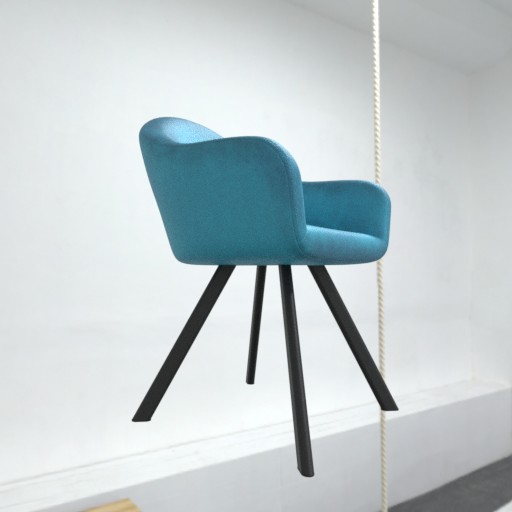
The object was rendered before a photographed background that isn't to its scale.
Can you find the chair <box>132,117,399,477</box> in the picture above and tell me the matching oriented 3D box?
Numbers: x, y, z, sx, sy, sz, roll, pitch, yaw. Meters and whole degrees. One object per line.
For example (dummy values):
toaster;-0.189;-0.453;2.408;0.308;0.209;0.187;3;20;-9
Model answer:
chair;0.000;0.000;1.122;0.570;0.780;0.540;-1;-2;36
